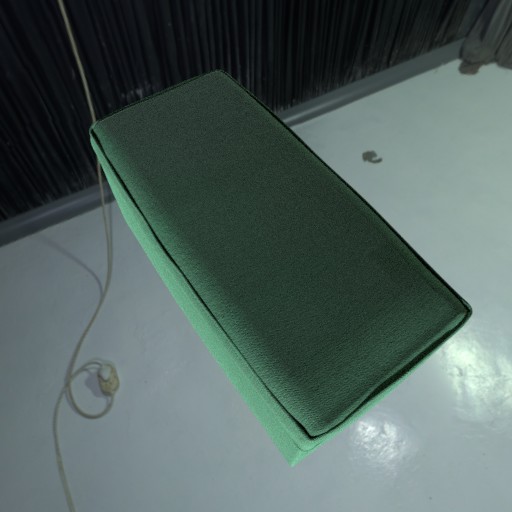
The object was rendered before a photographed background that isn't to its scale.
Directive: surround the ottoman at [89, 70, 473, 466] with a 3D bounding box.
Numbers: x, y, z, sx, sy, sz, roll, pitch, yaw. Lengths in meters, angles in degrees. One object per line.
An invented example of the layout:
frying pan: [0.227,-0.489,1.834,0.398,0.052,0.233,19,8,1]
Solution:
ottoman: [0.000,0.000,1.197,0.483,0.471,0.957,-31,63,-17]
